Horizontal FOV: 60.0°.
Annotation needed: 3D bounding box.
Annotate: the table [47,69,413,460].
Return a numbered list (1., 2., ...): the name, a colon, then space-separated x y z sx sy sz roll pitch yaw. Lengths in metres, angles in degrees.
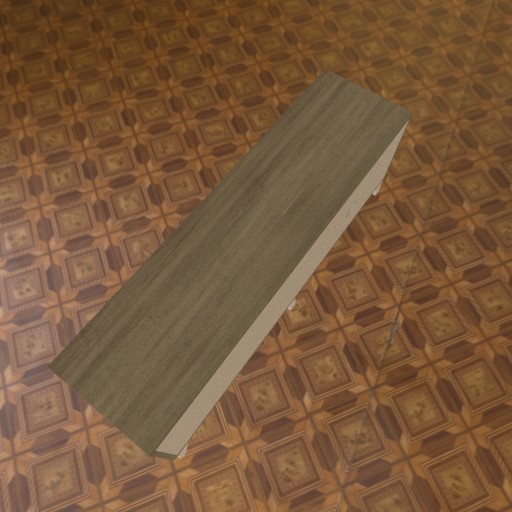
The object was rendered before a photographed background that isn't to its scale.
1. table: 0.000 0.000 1.734 0.400 0.530 1.500 33 69 15
